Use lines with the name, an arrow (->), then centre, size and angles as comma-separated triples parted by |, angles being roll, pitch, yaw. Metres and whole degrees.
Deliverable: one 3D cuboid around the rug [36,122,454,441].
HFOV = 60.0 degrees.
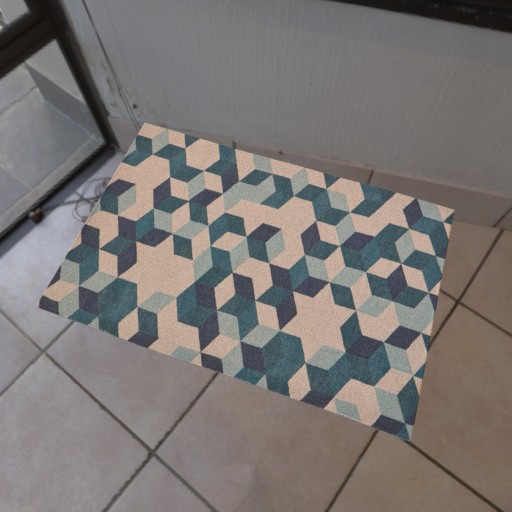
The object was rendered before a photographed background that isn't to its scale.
rug -> 0.000, 0.000, 2.265 | 1.829, 0.014, 1.235 | 18, 66, 8
